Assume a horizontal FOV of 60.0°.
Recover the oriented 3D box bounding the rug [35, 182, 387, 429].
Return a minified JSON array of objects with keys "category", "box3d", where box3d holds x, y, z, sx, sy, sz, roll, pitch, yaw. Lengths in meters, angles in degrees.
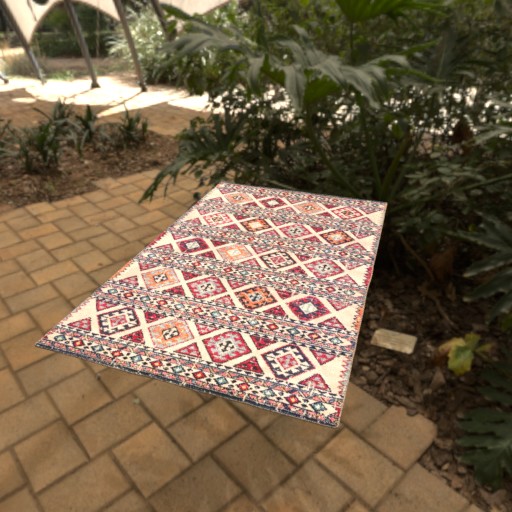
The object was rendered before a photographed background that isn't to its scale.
[{"category":"rug","box3d":[0.000,0.000,3.008,1.545,0.010,2.440,10,32,16]}]
